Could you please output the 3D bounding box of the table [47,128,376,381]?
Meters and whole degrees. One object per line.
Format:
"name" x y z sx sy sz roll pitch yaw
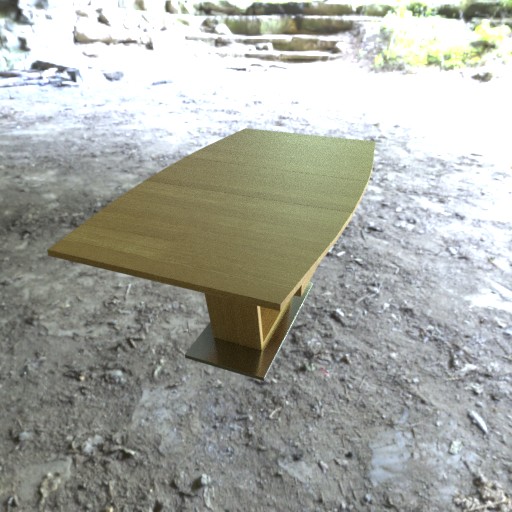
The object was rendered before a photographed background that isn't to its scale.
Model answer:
"table" 0.000 0.000 2.092 0.900 0.748 1.598 11 32 19
